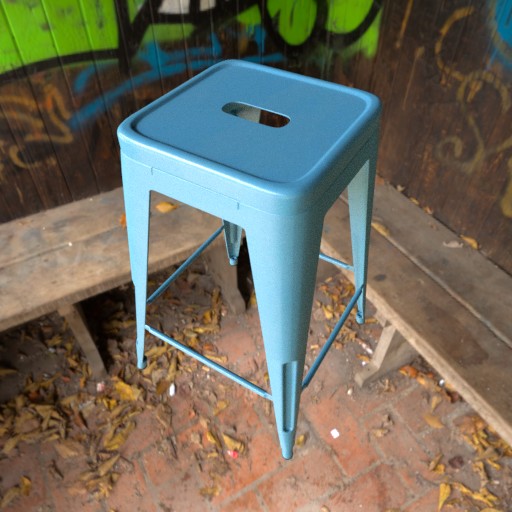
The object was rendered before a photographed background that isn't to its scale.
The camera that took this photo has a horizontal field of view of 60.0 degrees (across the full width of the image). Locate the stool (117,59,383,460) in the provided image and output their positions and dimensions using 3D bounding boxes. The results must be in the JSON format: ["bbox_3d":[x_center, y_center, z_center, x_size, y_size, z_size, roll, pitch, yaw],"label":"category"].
[{"bbox_3d":[0.000,0.000,0.868,0.410,0.608,0.410,24,50,21],"label":"stool"}]
